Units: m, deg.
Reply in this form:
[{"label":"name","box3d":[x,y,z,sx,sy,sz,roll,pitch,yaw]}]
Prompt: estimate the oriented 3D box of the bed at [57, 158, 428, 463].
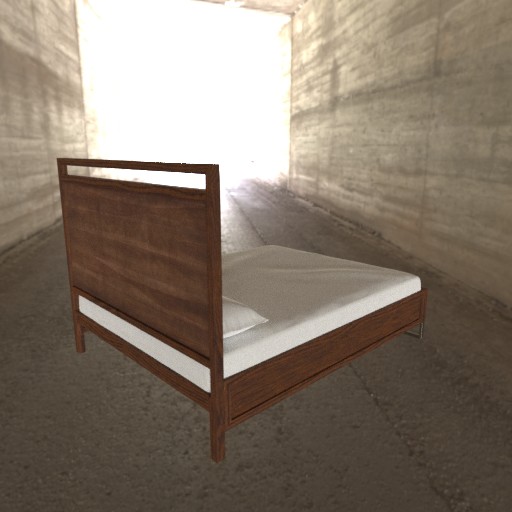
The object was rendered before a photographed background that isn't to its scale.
[{"label":"bed","box3d":[0.000,0.000,3.432,2.218,1.487,1.765,-13,18,-42]}]
